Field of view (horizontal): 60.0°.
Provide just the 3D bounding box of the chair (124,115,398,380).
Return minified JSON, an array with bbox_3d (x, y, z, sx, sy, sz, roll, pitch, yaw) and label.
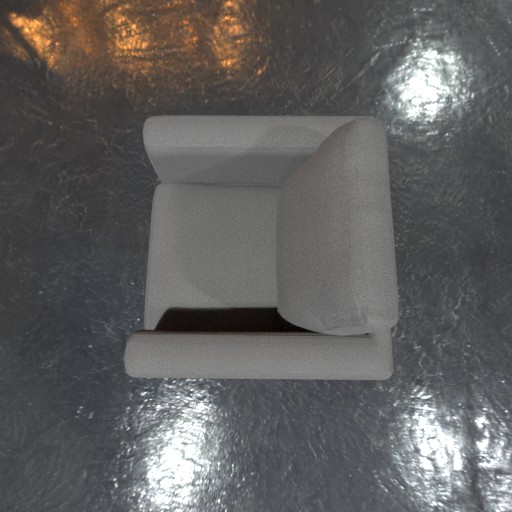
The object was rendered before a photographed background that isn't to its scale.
[{"bbox_3d":[0.000,0.000,1.588,0.800,0.927,0.854,0,75,0],"label":"chair"}]
